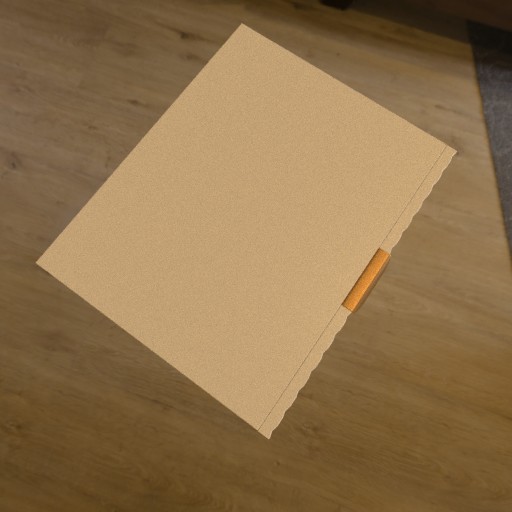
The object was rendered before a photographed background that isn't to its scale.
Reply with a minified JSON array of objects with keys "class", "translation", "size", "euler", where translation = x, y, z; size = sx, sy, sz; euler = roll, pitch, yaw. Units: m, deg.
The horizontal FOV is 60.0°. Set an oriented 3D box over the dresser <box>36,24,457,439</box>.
[{"class":"dresser","translation":[0.000,0.000,0.927],"size":[0.414,0.568,0.503],"euler":[34,78,9]}]
